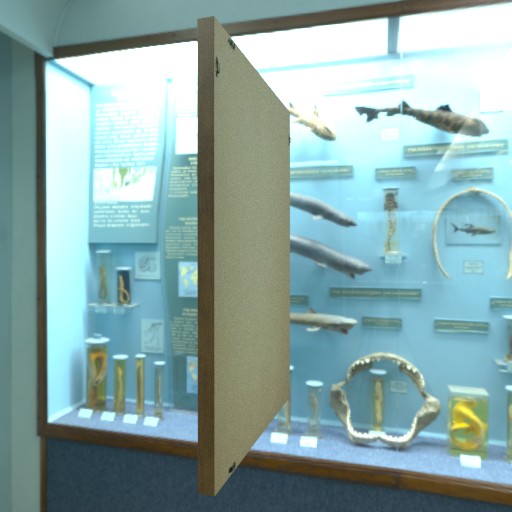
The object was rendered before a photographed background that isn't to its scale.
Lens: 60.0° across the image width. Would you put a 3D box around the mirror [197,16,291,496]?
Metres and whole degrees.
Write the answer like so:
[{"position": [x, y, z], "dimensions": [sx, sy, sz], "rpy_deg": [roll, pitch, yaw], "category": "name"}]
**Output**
[{"position": [0.000, 0.000, 1.138], "dimensions": [0.040, 0.915, 0.609], "rpy_deg": [0, 1, 18], "category": "mirror"}]
